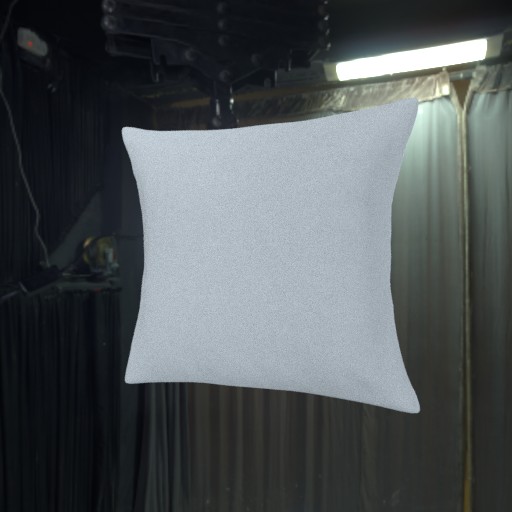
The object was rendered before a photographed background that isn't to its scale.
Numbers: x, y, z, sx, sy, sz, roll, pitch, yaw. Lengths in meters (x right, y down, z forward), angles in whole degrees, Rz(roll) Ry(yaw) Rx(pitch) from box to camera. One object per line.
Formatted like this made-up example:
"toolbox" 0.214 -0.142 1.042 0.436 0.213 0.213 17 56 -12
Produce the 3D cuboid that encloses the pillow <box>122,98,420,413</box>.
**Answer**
"pillow" 0.000 0.000 0.796 0.552 0.508 0.166 0 0 18
